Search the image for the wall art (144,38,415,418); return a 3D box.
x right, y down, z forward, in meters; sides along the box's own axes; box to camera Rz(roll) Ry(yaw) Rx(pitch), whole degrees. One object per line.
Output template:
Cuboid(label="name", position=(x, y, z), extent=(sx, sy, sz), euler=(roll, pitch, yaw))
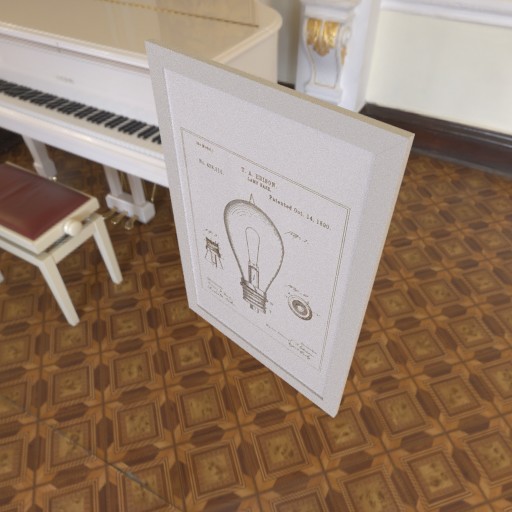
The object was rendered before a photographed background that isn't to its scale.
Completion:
Cuboid(label="wall art", position=(0.000, 0.000, 0.589), extent=(0.325, 0.474, 0.010), euler=(32, 53, 28))
